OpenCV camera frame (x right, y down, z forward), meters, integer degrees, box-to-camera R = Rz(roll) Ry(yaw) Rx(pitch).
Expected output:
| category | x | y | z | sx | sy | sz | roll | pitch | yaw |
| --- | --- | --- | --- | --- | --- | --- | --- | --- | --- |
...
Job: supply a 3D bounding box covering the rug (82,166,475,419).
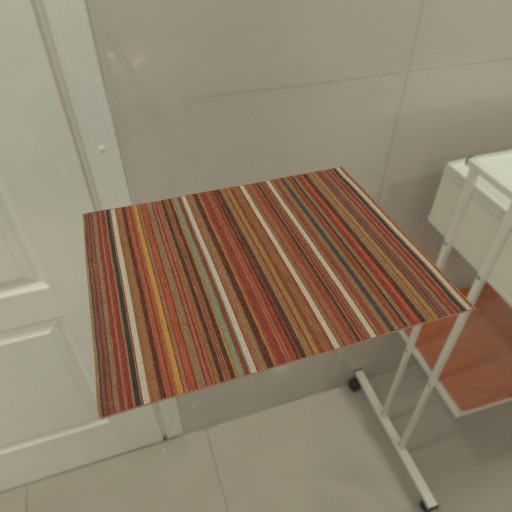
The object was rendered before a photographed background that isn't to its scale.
| category | x | y | z | sx | sy | sz | roll | pitch | yaw |
| --- | --- | --- | --- | --- | --- | --- | --- | --- | --- |
| rug | 0.000 | 0.000 | 4.233 | 3.092 | 0.023 | 2.479 | -13 | 43 | -14 |
